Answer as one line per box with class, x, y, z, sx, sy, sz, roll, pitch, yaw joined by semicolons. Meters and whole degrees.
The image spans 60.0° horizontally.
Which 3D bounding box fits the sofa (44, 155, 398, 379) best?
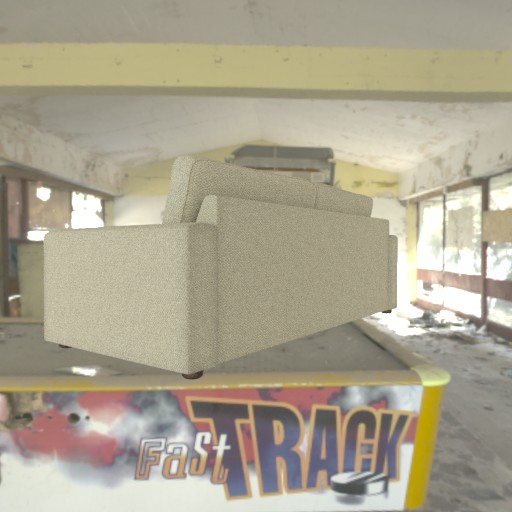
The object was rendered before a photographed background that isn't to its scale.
sofa;0.000;0.000;2.715;1.016;0.873;2.179;1;1;37
